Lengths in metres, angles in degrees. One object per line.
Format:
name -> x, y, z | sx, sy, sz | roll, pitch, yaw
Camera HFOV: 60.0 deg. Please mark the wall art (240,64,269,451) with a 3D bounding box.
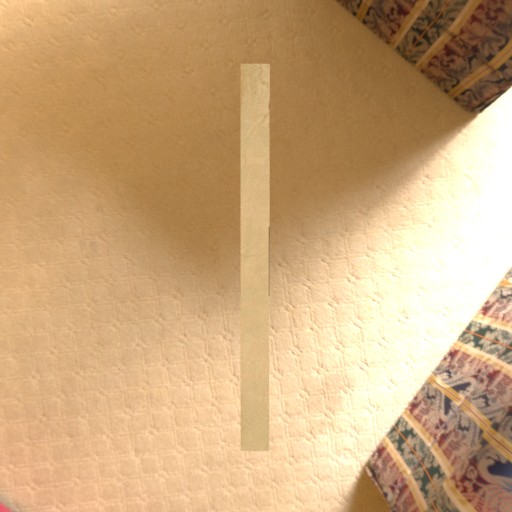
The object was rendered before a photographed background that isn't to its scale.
wall art -> 0.000, 0.000, 0.963 | 0.038, 0.764, 0.508 | 0, 90, 0
